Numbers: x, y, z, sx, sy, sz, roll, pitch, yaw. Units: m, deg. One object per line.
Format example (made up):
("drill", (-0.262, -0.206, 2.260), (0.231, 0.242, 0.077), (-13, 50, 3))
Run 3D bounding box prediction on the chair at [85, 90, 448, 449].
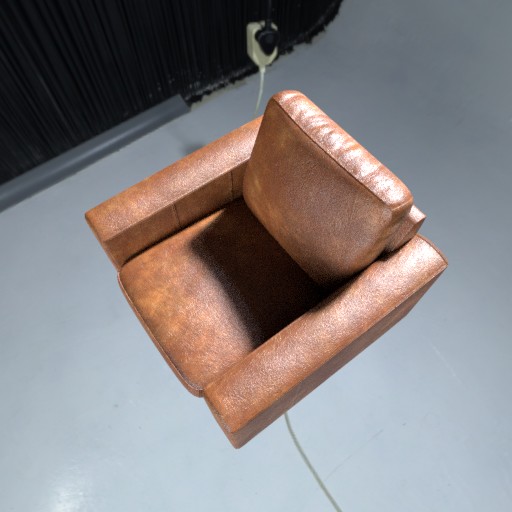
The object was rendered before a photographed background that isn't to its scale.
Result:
("chair", (0.000, 0.000, 1.757), (1.016, 0.873, 1.005), (-33, 67, -16))
